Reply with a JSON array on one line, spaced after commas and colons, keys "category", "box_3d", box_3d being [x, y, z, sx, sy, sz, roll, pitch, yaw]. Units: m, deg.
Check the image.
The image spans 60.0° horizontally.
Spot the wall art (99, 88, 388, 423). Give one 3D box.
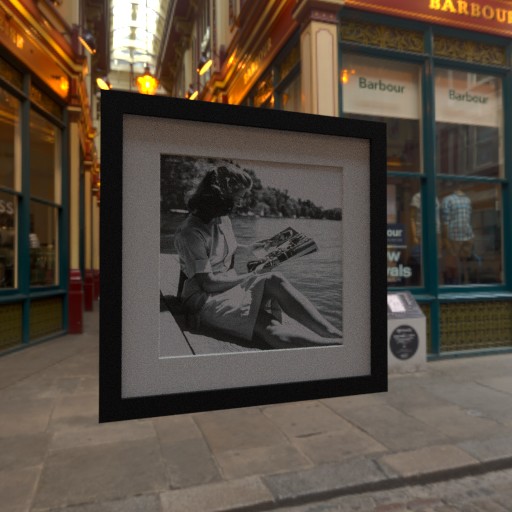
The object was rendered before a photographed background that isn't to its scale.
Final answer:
[{"category": "wall art", "box_3d": [0.000, 0.000, 0.694, 0.462, 0.458, 0.030, 0, -1, -19]}]
